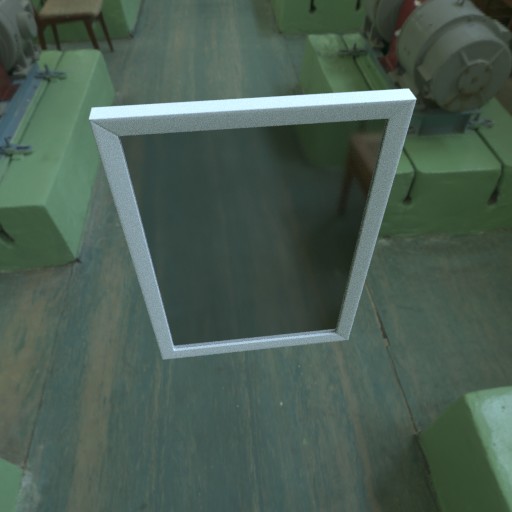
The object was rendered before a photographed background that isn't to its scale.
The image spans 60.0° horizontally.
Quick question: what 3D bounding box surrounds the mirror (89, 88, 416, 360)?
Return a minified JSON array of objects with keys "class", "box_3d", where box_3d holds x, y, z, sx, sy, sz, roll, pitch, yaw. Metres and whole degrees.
[{"class":"mirror","box_3d":[0.000,0.000,0.955,0.507,0.710,0.040,-5,48,-5]}]
